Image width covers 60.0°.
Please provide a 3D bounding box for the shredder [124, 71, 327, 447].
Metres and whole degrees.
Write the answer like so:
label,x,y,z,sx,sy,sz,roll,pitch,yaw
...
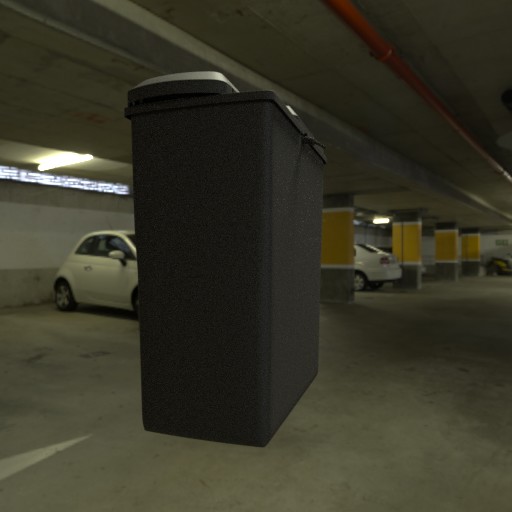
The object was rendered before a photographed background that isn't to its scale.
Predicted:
label,x,y,z,sx,sy,sz,roll,pitch,yaw
shredder,0.000,0.000,0.523,0.170,0.335,0.320,0,0,18
